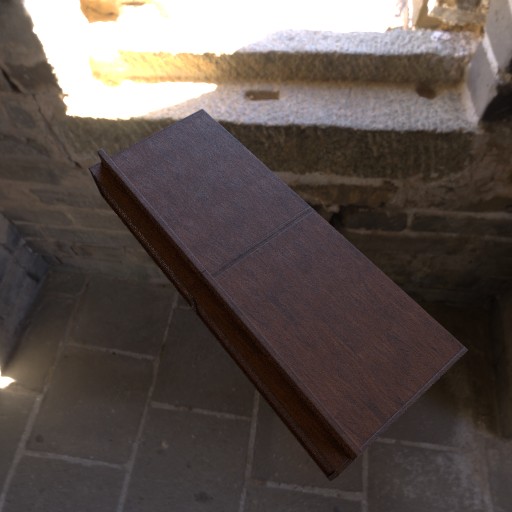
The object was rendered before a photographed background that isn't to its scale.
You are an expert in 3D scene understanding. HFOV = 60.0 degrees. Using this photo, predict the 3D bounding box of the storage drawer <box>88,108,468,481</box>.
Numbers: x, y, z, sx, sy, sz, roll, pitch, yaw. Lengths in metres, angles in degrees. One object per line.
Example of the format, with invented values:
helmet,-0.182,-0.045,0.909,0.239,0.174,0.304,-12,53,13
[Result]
storage drawer,0.000,0.000,2.196,0.774,0.339,1.914,-34,64,-19
